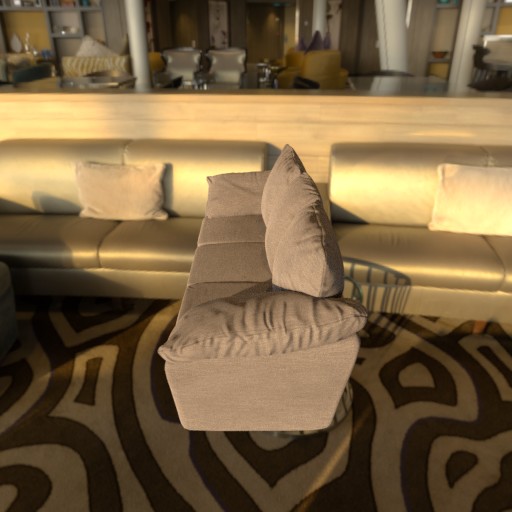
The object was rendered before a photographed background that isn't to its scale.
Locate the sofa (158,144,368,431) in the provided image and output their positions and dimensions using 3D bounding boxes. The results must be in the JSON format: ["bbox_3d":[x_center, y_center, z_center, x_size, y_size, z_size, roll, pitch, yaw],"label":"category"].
[{"bbox_3d":[0.000,0.000,2.933,0.927,1.043,2.390,0,26,-1],"label":"sofa"}]
